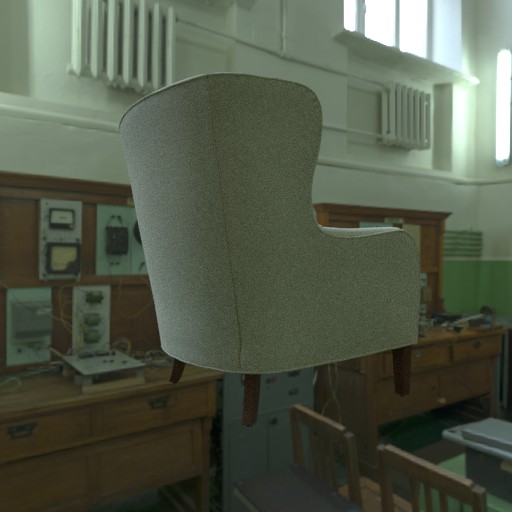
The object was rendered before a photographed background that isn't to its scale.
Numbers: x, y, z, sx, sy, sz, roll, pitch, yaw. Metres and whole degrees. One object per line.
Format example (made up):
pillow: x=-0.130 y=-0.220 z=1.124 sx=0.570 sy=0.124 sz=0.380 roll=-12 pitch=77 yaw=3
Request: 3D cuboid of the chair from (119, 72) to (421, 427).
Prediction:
chair: x=0.000 y=0.000 z=1.702 sx=0.966 sy=1.040 sz=0.838 roll=0 pitch=1 yaw=-35
